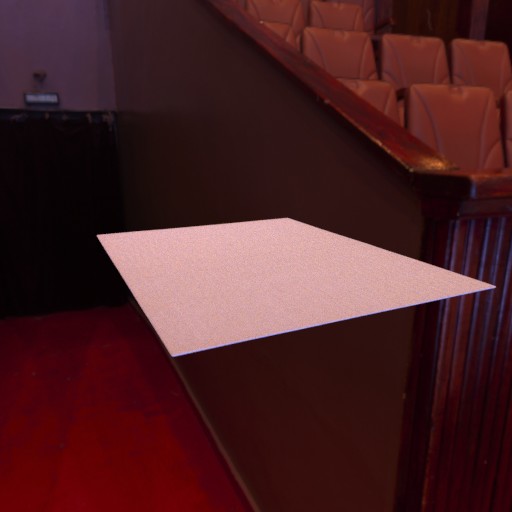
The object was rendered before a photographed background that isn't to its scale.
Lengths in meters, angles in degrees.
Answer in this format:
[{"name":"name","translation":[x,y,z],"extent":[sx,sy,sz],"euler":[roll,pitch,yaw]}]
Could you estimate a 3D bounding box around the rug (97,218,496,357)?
[{"name":"rug","translation":[0.000,0.000,4.045],"extent":[2.410,0.021,3.055],"euler":[-7,17,-25]}]
